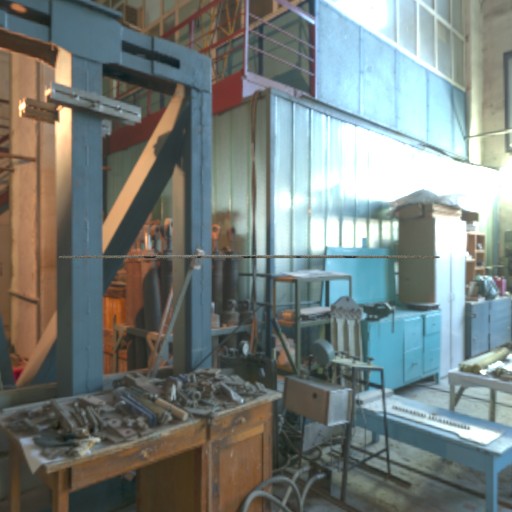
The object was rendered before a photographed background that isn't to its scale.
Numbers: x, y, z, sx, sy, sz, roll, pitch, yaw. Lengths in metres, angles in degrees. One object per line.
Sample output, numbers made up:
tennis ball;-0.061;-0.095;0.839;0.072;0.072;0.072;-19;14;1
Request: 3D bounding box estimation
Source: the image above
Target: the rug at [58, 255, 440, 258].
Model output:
rug;0.000;0.000;2.992;1.526;0.008;2.465;0;0;2
